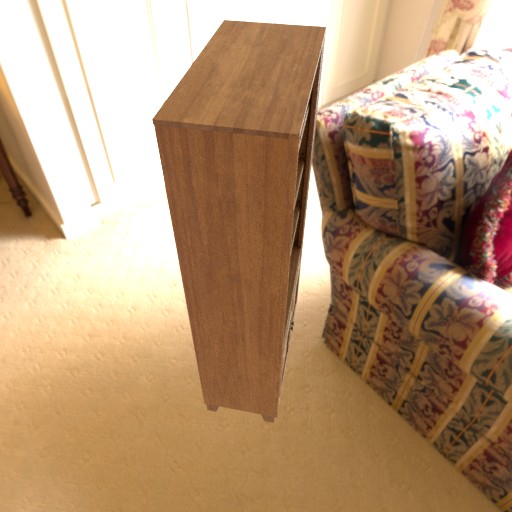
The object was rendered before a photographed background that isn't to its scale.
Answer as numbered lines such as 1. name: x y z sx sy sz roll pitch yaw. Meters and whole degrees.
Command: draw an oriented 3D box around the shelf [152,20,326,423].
1. shelf: 0.000 0.000 2.257 0.453 1.930 0.864 8 46 8
